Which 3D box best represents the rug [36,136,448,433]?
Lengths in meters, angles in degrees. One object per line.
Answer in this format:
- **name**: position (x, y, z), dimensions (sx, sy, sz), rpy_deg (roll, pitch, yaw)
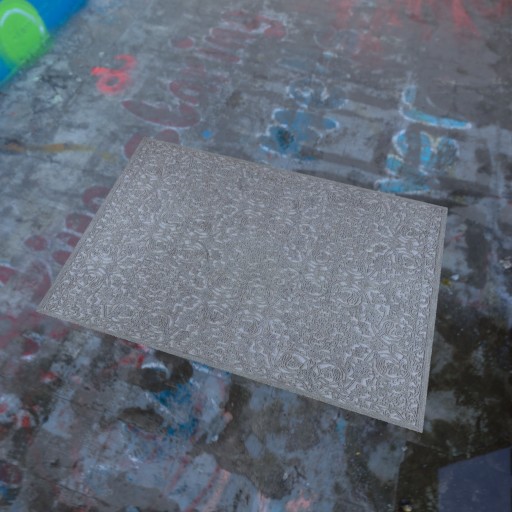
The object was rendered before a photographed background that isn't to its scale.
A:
- **rug**: position (0.000, 0.000, 2.280), dimensions (1.827, 0.006, 1.221), rpy_deg (15, 60, 9)
